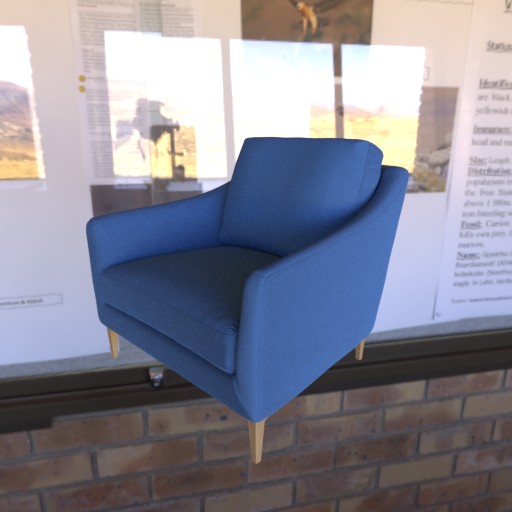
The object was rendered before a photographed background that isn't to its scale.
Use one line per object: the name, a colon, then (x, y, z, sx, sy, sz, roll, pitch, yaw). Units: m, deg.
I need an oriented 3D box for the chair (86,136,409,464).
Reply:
chair: (0.000, 0.000, 1.750, 0.961, 0.899, 0.987, -15, 22, -42)
